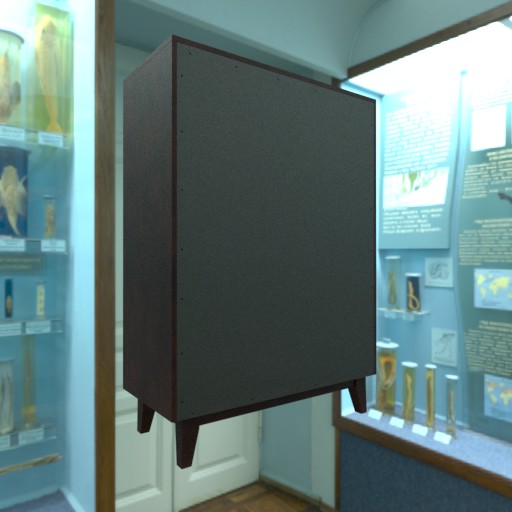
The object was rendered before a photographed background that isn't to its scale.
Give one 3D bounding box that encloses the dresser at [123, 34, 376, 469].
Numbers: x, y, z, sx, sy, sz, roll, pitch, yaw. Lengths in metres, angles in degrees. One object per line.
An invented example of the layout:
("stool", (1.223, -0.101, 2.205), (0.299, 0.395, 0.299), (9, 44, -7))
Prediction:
("dresser", (0.000, 0.000, 2.032), (1.072, 1.514, 0.506), (0, 0, -36))
